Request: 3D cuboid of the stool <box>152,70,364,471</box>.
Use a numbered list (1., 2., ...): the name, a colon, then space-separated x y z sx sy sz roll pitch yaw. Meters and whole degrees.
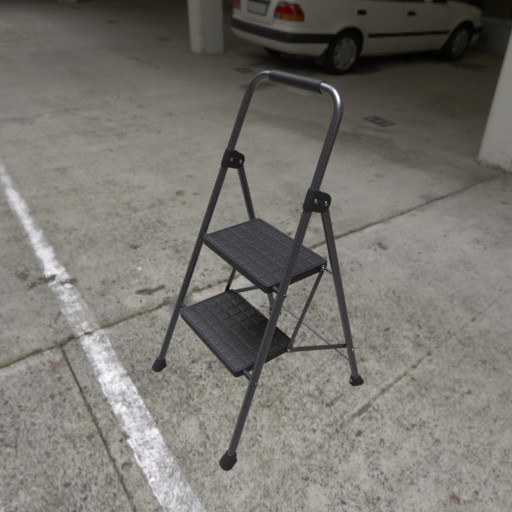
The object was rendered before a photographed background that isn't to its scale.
1. stool: 0.000 0.000 1.166 0.514 0.872 0.450 -21 37 -30
